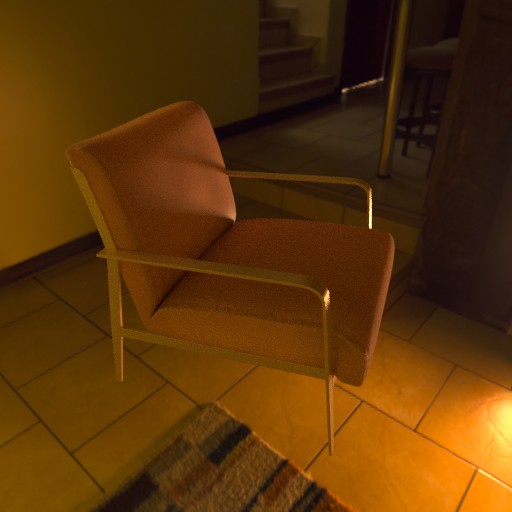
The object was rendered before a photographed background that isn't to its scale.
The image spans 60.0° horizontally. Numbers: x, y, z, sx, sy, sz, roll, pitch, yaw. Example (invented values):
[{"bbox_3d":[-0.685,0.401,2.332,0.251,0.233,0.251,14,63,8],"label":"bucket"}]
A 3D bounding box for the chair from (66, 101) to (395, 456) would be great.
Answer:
[{"bbox_3d":[0.000,0.000,1.454,0.848,0.823,0.701,11,33,18],"label":"chair"}]
